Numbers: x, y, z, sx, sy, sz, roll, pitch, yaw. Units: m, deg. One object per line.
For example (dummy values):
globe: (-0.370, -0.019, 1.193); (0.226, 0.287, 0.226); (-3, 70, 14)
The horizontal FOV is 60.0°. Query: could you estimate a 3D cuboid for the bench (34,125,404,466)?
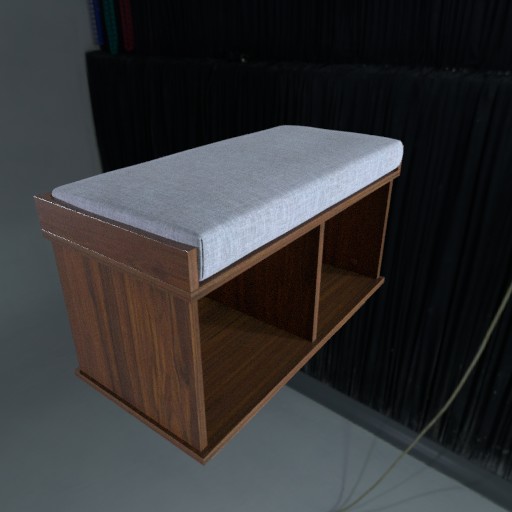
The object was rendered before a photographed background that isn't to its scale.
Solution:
bench: (0.000, 0.000, 0.982); (0.362, 0.461, 0.734); (18, 32, 32)
